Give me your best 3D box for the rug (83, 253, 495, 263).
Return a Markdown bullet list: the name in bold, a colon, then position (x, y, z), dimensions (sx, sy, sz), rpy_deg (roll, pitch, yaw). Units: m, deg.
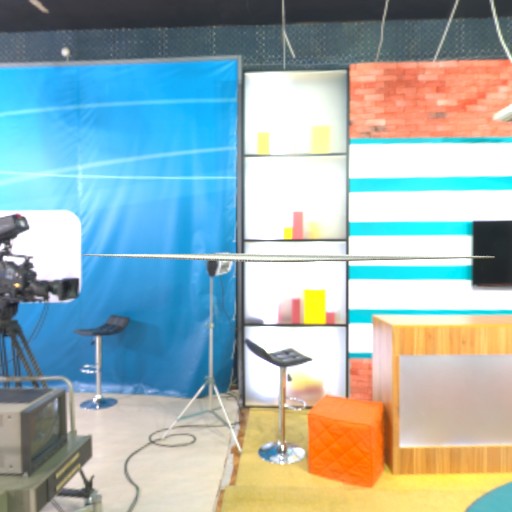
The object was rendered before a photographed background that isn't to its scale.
- **rug**: position (0.000, 0.000, 2.260), dimensions (1.226, 0.007, 1.815), rpy_deg (-1, 1, -36)
